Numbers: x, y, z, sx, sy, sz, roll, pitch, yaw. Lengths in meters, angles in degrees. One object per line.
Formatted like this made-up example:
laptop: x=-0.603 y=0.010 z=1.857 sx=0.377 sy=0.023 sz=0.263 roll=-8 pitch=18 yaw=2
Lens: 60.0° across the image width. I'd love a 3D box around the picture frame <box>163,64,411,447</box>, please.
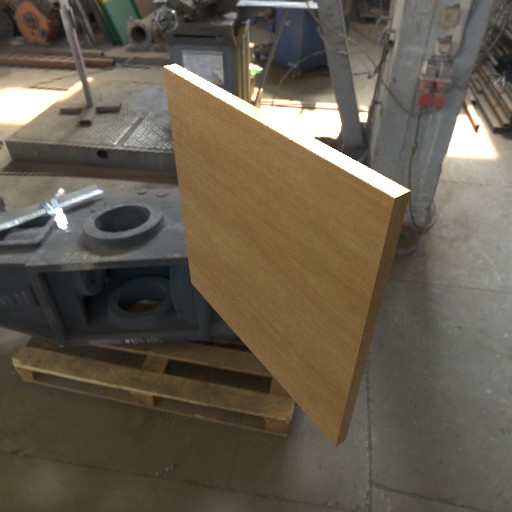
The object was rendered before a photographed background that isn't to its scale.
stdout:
picture frame: x=0.000 y=0.000 z=1.146 sx=0.037 sy=0.761 sz=0.758 roll=-25 pitch=46 yaw=-27
